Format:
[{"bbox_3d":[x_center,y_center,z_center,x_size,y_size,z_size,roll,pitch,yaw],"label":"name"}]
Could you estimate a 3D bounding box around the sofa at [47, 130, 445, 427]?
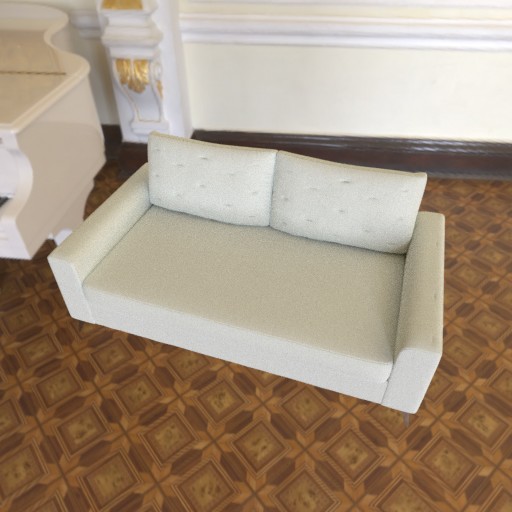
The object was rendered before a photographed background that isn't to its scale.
[{"bbox_3d":[0.000,0.000,2.101,1.650,0.790,0.920,12,42,14],"label":"sofa"}]
